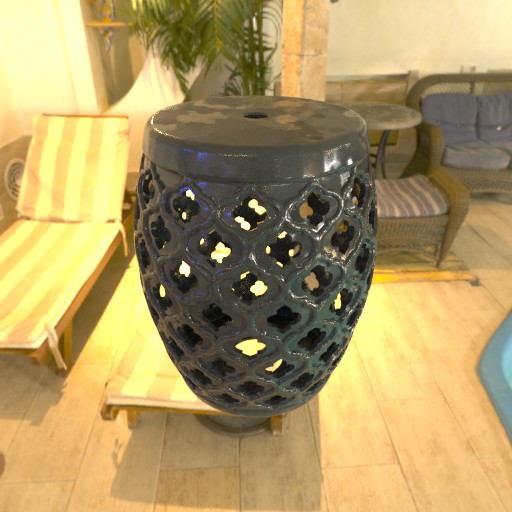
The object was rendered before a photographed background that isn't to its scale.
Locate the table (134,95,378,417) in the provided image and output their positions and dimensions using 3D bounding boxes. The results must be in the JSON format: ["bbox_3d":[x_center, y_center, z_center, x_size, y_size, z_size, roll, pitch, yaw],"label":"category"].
[{"bbox_3d":[0.000,0.000,0.626,0.325,0.388,0.325,0,31,0],"label":"table"}]
